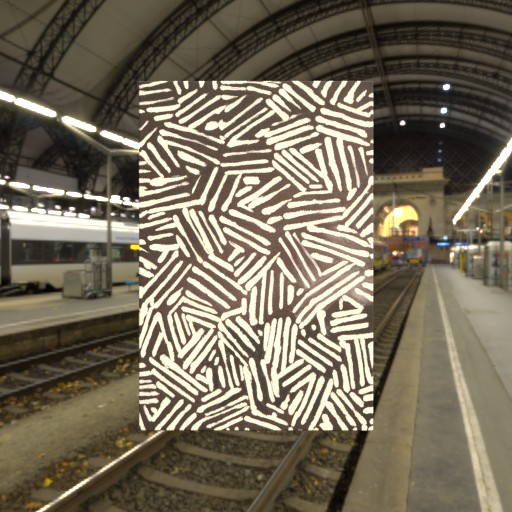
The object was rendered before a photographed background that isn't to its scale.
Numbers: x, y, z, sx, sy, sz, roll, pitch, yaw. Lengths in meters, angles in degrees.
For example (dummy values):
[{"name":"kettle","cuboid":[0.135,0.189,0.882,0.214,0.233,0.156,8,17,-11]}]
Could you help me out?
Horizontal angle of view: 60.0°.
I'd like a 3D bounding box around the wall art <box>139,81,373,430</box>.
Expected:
[{"name":"wall art","cuboid":[0.000,0.000,1.179,0.615,0.918,0.035,0,0,0]}]
